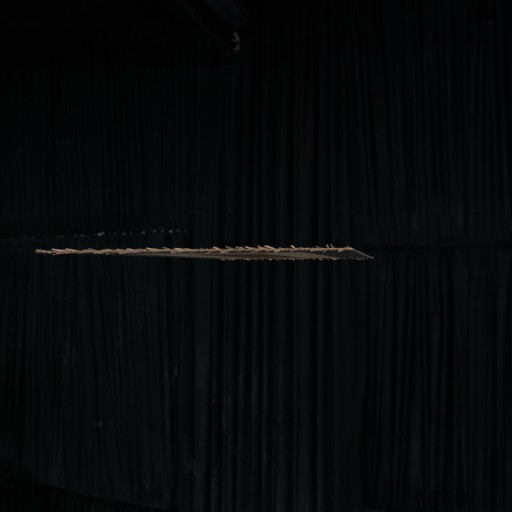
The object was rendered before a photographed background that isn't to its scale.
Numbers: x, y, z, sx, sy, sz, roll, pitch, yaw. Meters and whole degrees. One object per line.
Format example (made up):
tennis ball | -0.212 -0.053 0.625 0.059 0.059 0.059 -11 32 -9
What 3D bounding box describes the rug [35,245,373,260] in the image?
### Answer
rug | 0.000 0.000 2.524 1.224 0.027 2.021 0 -1 17
